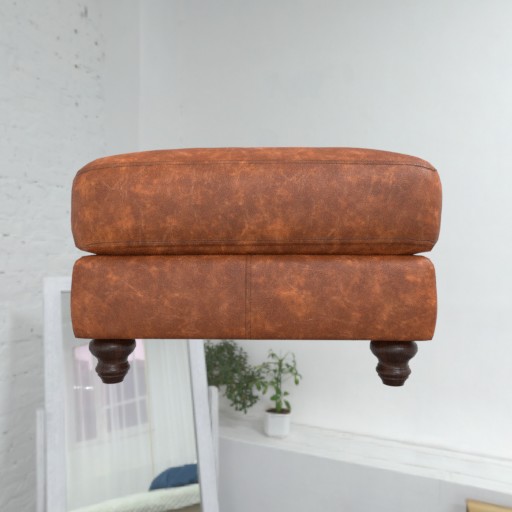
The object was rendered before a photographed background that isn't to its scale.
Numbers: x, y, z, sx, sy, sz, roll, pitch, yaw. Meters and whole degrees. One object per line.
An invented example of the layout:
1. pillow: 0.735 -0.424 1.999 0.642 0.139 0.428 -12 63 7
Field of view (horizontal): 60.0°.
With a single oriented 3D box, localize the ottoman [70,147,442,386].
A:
1. ottoman: 0.000 0.000 1.241 0.832 0.562 0.657 0 1 2
